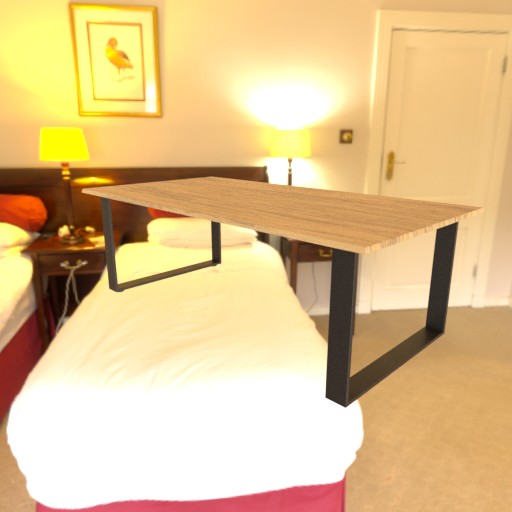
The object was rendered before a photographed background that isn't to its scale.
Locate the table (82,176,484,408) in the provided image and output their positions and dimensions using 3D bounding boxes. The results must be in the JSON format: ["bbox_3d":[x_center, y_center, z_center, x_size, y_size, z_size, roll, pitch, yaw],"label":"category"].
[{"bbox_3d":[0.000,0.000,1.662,1.331,0.445,0.693,15,22,43],"label":"table"}]
